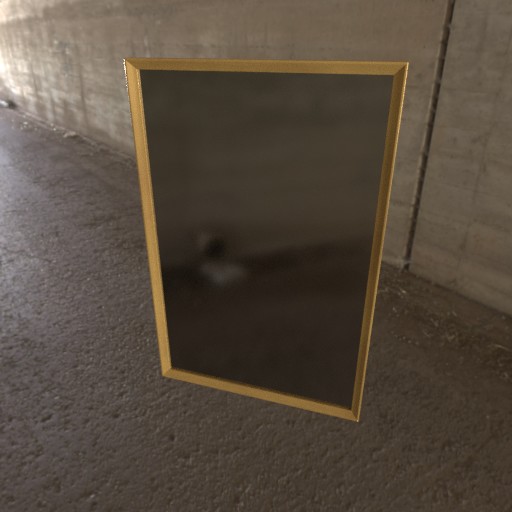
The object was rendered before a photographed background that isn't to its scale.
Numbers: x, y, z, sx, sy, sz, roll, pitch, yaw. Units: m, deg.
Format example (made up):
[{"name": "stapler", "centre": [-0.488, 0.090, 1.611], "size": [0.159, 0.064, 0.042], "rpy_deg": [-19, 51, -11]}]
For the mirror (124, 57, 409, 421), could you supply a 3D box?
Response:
[{"name": "mirror", "centre": [0.000, 0.000, 1.127], "size": [0.609, 0.915, 0.041], "rpy_deg": [8, 27, 16]}]
